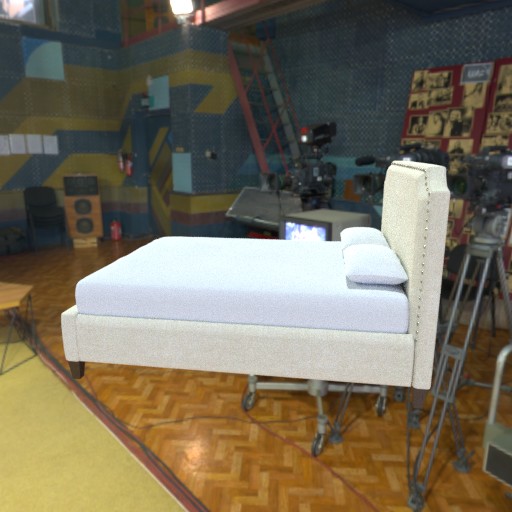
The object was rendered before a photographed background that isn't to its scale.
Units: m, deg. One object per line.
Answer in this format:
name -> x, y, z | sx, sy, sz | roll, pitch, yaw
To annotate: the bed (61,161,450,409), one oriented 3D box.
bed -> 0.000, 0.000, 3.507 | 2.381, 1.457, 1.713 | 2, 14, 9
